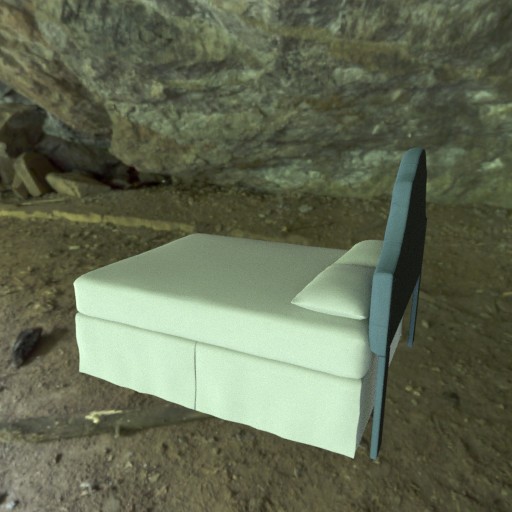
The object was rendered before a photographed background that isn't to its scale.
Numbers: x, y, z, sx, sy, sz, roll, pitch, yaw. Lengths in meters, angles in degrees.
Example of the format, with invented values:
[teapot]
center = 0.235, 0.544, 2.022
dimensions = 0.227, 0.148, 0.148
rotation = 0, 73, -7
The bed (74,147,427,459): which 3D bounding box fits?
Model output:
[bed]
center = 0.000, 0.000, 3.227
dimensions = 2.155, 1.575, 1.636
rotation = 8, 18, 25
